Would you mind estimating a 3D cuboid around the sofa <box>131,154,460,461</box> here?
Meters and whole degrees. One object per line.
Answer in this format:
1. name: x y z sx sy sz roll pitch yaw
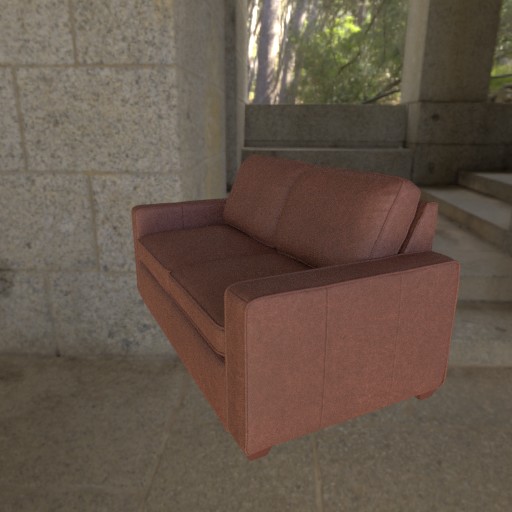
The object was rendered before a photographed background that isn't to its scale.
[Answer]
1. sofa: 0.000 0.000 2.253 0.947 0.918 1.709 -8 19 -25
